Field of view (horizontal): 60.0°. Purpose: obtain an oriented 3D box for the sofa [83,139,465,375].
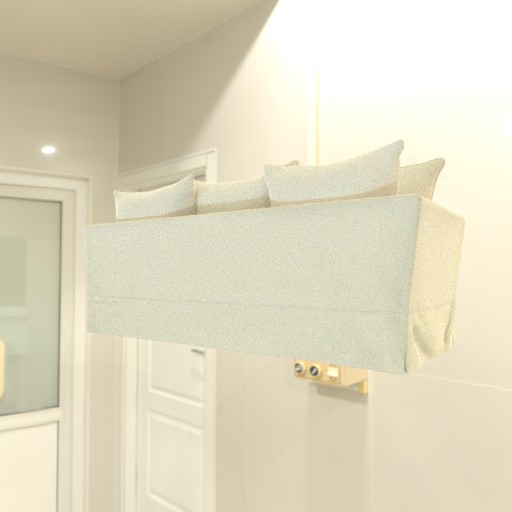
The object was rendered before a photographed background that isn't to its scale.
[{"bbox_3d":[0.000,0.000,2.823,2.290,1.034,1.031,-1,-2,35],"label":"sofa"}]
